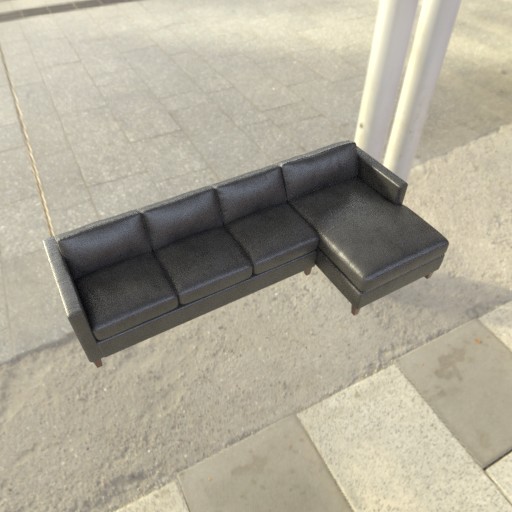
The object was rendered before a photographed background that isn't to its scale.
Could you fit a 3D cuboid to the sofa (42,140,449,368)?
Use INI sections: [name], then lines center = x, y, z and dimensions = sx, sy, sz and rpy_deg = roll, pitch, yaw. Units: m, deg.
[sofa]
center = 0.000, 0.000, 3.962
dimensions = 3.203, 0.883, 1.581
rpy_deg = -22, 49, -20
